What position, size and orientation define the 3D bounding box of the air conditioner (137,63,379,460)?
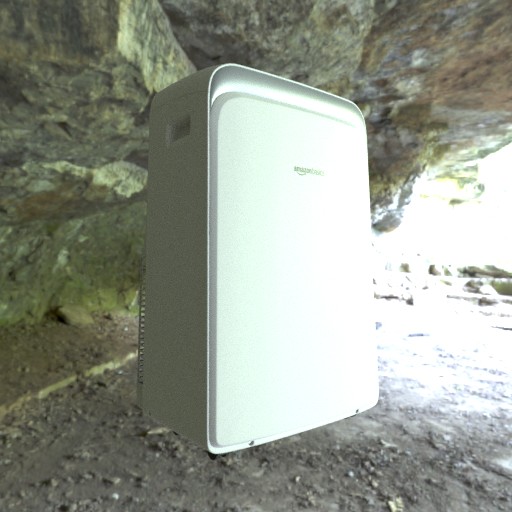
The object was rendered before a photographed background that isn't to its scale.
[{"bbox_3d":[0.000,0.000,0.956,0.454,0.700,0.365,1,-1,-37],"label":"air conditioner"}]
